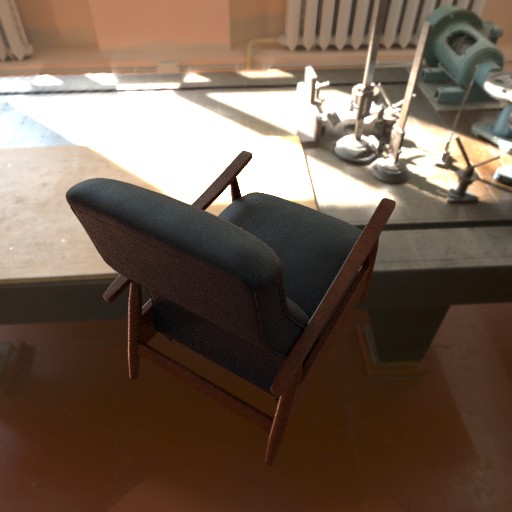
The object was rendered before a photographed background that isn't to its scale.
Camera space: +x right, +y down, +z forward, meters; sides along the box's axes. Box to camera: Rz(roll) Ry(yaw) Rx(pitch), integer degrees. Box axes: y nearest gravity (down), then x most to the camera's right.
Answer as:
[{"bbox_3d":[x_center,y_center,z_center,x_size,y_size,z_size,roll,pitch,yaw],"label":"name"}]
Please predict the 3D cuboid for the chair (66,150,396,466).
[{"bbox_3d":[0.000,0.000,1.744,0.762,1.082,1.014,24,50,21],"label":"chair"}]
